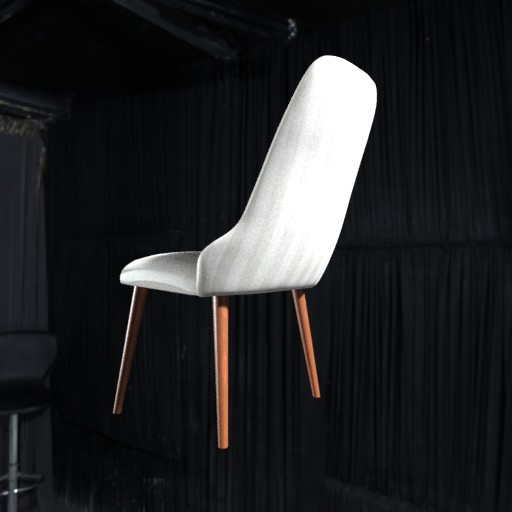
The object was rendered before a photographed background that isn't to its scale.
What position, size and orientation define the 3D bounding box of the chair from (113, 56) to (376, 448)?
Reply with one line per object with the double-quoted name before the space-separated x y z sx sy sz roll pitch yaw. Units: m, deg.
"chair" 0.000 0.000 1.300 0.684 0.917 0.526 0 0 36
